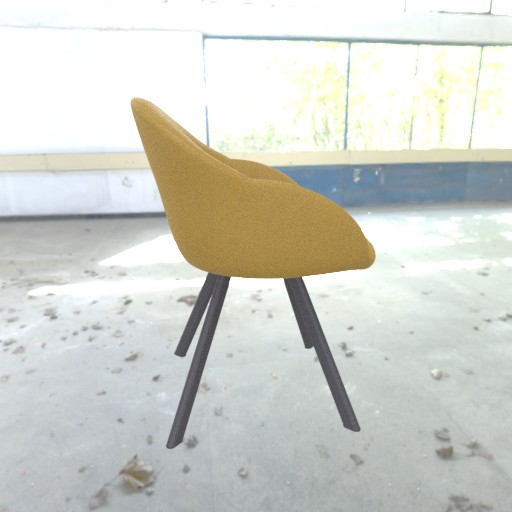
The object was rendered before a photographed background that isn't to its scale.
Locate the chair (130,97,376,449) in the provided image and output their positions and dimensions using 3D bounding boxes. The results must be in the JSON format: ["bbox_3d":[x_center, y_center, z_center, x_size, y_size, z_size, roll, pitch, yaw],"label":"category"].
[{"bbox_3d":[0.000,0.000,1.182,0.583,0.793,0.551,-2,17,-7],"label":"chair"}]
